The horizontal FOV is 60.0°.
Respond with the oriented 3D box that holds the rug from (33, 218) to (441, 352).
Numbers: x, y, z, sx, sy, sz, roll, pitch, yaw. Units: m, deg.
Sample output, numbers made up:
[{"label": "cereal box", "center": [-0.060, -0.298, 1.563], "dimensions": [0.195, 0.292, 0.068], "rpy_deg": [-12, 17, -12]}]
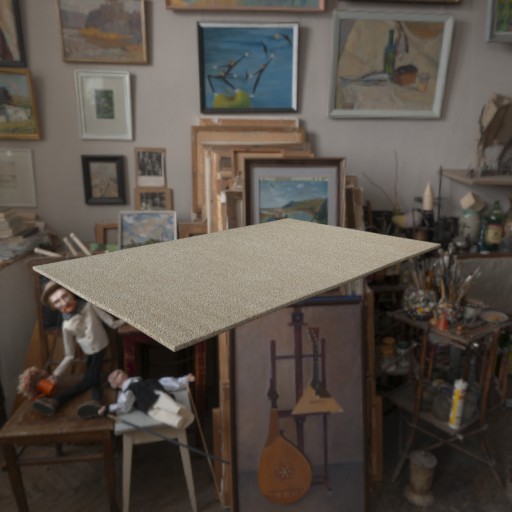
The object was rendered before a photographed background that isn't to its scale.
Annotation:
[{"label": "rug", "center": [0.000, 0.000, 2.984], "dimensions": [2.346, 0.025, 1.500], "rpy_deg": [-14, 21, -43]}]
